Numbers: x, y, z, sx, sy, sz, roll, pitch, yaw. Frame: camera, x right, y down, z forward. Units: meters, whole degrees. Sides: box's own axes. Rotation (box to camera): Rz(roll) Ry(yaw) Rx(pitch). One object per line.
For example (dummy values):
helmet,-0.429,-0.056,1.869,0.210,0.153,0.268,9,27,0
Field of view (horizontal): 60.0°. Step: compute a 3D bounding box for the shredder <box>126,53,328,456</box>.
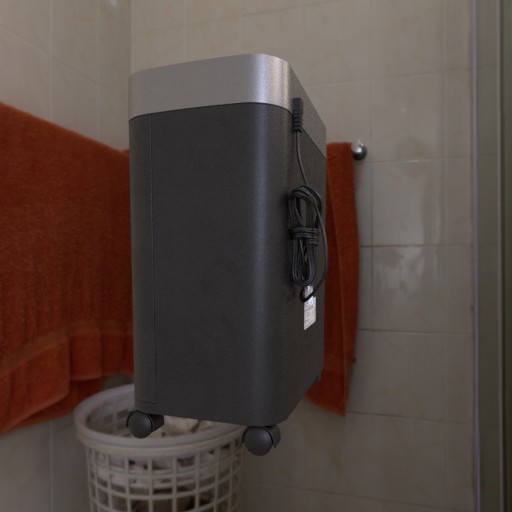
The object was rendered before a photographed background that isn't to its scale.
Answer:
shredder,0.000,0.000,0.613,0.237,0.419,0.311,0,0,18
